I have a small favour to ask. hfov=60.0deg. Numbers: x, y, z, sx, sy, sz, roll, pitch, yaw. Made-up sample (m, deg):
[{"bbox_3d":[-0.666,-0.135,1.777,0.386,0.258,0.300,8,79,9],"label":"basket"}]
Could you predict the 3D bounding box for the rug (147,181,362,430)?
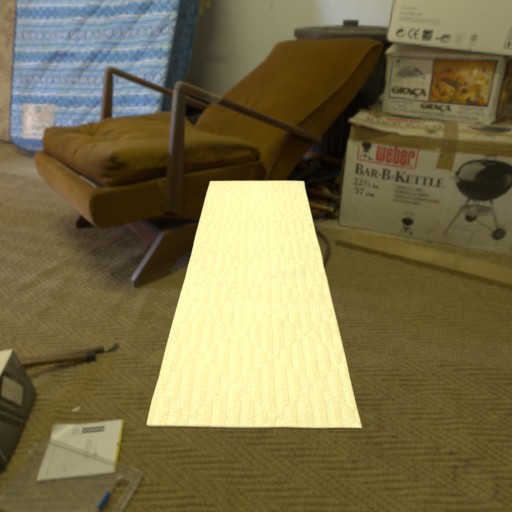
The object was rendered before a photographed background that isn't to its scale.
[{"bbox_3d":[0.000,0.000,2.657,0.793,0.014,2.450,0,31,0],"label":"rug"}]
